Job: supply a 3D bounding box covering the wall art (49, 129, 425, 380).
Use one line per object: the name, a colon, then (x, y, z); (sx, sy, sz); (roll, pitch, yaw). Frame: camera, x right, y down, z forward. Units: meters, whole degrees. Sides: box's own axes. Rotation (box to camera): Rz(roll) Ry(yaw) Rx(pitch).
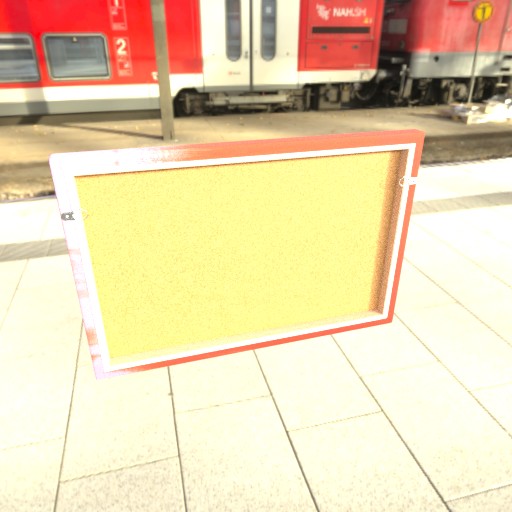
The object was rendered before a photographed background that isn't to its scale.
wall art: (0.000, 0.000, 1.190); (0.913, 0.609, 0.040); (-8, 28, -15)
